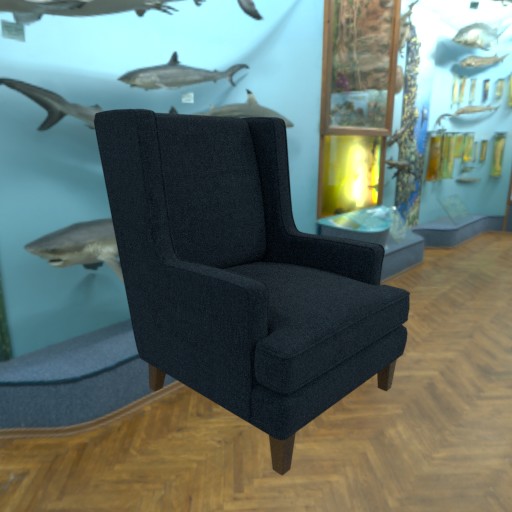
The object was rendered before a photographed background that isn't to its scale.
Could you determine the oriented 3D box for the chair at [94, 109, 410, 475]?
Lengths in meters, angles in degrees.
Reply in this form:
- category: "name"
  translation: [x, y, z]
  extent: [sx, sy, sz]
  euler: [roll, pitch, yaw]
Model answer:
- category: "chair"
  translation: [0.000, 0.000, 1.709]
  extent: [0.947, 1.072, 0.764]
  euler: [13, 19, 42]
